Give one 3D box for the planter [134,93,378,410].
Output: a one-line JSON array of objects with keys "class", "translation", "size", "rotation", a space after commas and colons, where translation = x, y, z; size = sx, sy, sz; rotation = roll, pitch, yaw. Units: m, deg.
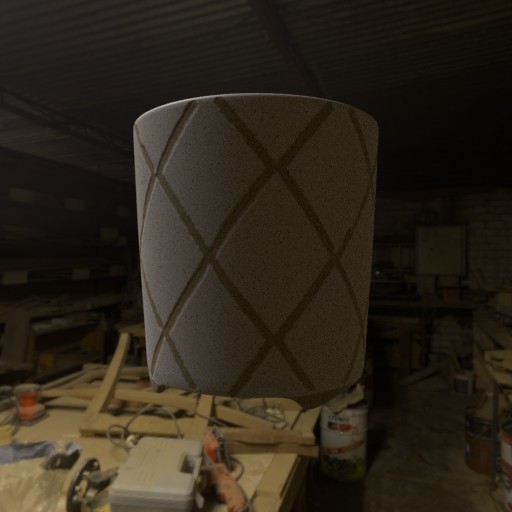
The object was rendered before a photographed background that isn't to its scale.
[{"class": "planter", "translation": [0.000, 0.000, 0.429], "size": [0.228, 0.235, 0.228], "rotation": [0, 1, 0]}]
